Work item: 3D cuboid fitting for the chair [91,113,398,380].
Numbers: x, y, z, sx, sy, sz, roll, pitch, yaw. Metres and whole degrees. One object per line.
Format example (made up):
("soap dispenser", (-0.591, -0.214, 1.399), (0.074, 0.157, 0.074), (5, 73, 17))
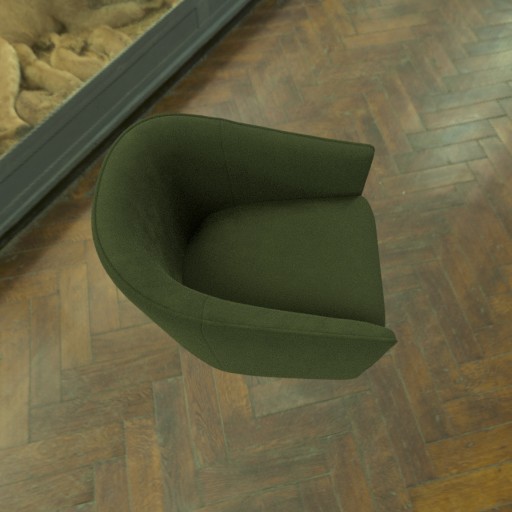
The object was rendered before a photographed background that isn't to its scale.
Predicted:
("chair", (0.000, 0.000, 1.530), (0.875, 0.799, 0.747), (2, 62, 1))
